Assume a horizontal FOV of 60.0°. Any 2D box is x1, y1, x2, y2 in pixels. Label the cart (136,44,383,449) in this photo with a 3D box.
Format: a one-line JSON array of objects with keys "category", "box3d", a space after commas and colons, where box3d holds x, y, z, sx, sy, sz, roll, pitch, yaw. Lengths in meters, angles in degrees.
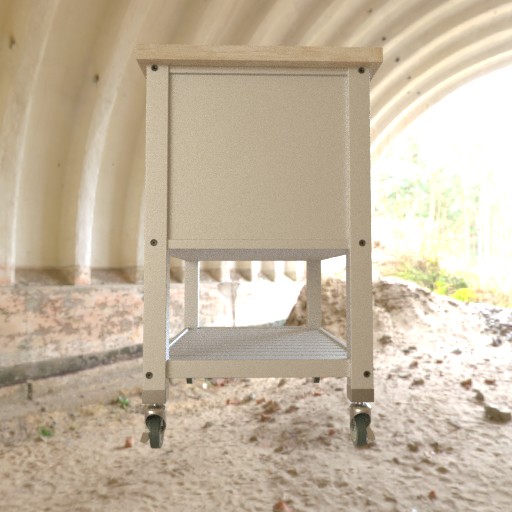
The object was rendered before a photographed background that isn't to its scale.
[{"category": "cart", "box3d": [0.000, 0.000, 1.359, 0.559, 0.914, 0.762, 0, -3, -1]}]
